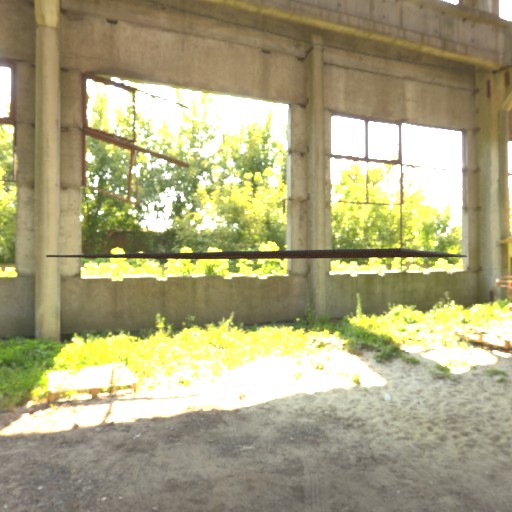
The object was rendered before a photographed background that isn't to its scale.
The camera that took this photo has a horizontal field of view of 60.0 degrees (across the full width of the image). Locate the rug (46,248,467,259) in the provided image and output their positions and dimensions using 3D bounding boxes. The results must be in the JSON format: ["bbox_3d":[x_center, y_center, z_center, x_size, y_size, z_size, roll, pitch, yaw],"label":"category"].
[{"bbox_3d":[0.000,0.000,2.289,1.820,0.012,1.207,-1,-1,34],"label":"rug"}]
